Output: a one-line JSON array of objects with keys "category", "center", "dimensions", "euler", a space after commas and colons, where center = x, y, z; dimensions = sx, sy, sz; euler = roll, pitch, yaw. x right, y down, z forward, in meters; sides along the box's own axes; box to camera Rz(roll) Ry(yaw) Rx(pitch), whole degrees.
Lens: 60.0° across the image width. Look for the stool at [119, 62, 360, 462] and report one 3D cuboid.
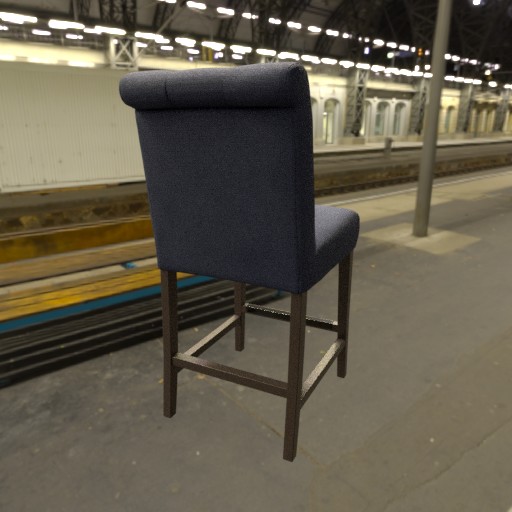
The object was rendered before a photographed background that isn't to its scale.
[{"category": "stool", "center": [0.000, 0.000, 1.341], "dimensions": [0.493, 1.010, 0.601], "euler": [8, 19, 26]}]
